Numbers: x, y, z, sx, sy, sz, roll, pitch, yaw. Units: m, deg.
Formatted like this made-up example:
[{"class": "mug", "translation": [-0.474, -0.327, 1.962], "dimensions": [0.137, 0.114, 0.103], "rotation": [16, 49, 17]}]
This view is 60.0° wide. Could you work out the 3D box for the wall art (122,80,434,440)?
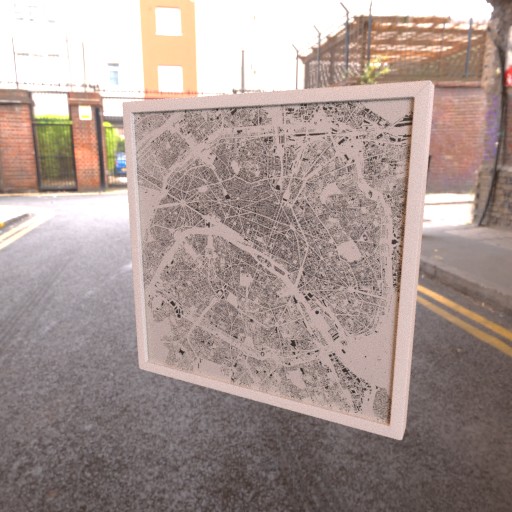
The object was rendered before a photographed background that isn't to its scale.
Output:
[{"class": "wall art", "translation": [0.000, 0.000, 0.735], "dimensions": [0.508, 0.508, 0.038], "rotation": [6, 14, 26]}]
